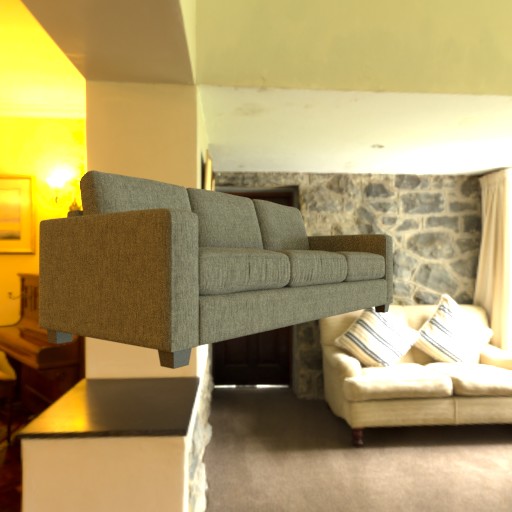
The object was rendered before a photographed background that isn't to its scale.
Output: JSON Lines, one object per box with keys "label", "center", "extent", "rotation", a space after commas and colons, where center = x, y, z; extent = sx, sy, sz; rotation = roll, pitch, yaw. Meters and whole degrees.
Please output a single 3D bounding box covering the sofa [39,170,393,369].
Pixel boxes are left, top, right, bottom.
{"label": "sofa", "center": [0.000, 0.000, 2.618], "extent": [0.900, 0.800, 2.160], "rotation": [0, -1, 37]}
